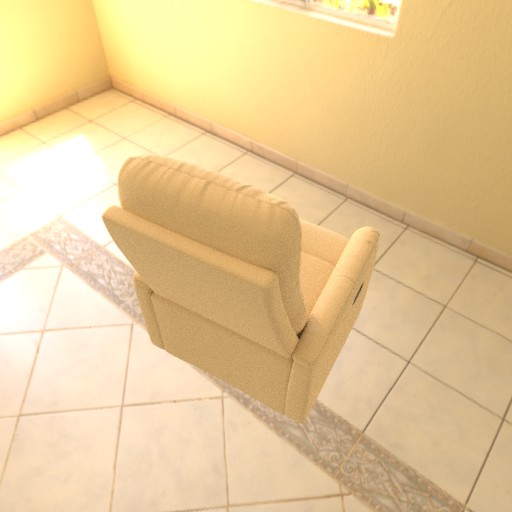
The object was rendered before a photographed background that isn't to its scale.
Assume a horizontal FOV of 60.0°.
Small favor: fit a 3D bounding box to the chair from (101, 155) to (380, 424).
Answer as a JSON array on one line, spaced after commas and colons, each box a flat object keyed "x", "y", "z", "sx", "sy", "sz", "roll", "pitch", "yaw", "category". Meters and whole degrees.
[{"x": 0.000, "y": 0.000, "z": 1.689, "sx": 0.775, "sy": 1.082, "sz": 0.831, "roll": 22, "pitch": 50, "yaw": 20, "category": "chair"}]
